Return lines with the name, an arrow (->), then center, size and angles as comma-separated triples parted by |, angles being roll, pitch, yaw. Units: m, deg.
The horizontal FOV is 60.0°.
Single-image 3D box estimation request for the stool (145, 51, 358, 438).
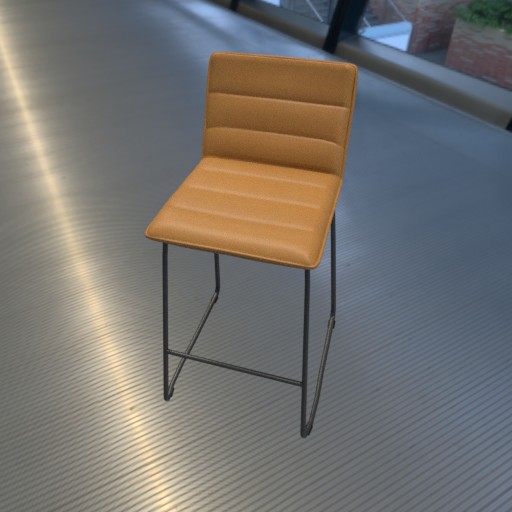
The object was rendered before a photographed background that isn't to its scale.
stool -> 0.000, 0.000, 1.248 | 0.489, 0.936, 0.524 | 11, 42, 12
